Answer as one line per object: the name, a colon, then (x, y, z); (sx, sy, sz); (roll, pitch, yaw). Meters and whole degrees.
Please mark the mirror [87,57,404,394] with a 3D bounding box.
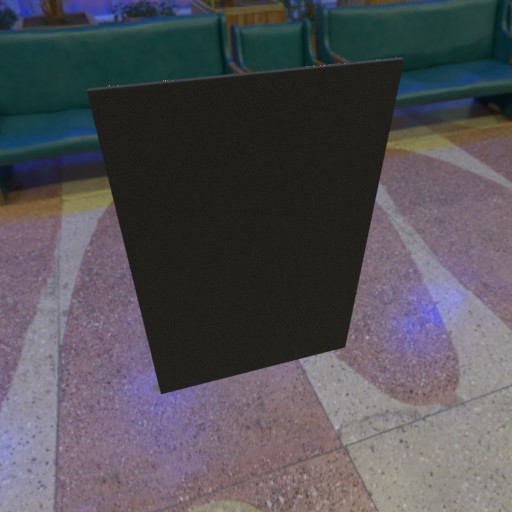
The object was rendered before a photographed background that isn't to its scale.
mirror: (0.000, 0.000, 1.129); (0.613, 0.914, 0.039); (-11, 41, -13)
